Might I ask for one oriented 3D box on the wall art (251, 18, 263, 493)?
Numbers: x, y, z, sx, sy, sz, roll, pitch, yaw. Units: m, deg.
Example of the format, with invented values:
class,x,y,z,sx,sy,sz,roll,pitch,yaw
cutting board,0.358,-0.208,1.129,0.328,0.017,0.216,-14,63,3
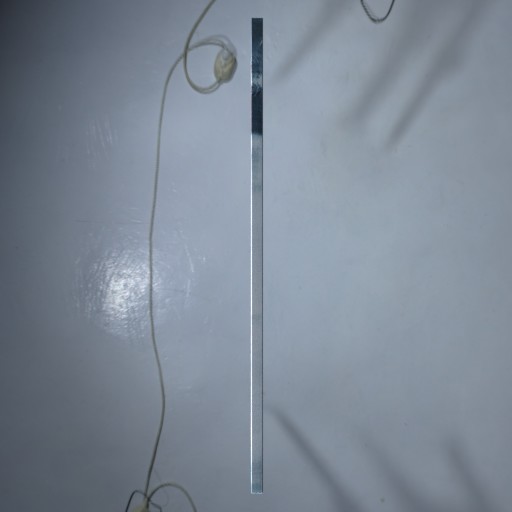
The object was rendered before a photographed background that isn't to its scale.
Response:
class,x,y,z,sx,sy,sz,roll,pitch,yaw
wall art,0.000,0.000,1.673,0.037,0.509,1.524,0,91,-1
